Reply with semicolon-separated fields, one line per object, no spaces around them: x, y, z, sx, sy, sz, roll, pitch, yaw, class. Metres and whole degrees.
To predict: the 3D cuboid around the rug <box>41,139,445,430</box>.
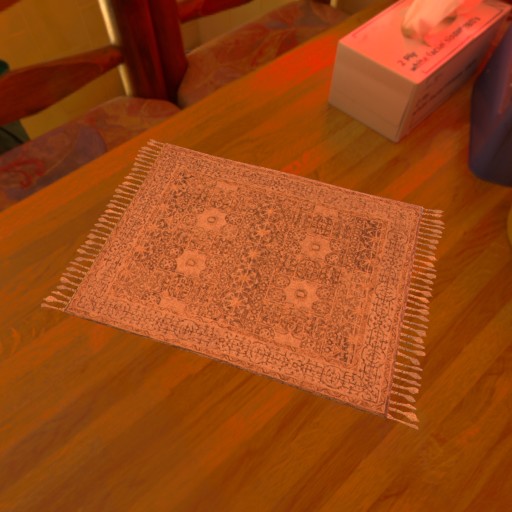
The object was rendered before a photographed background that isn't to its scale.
0.000;0.000;3.090;2.465;0.023;1.619;16;60;9;rug
